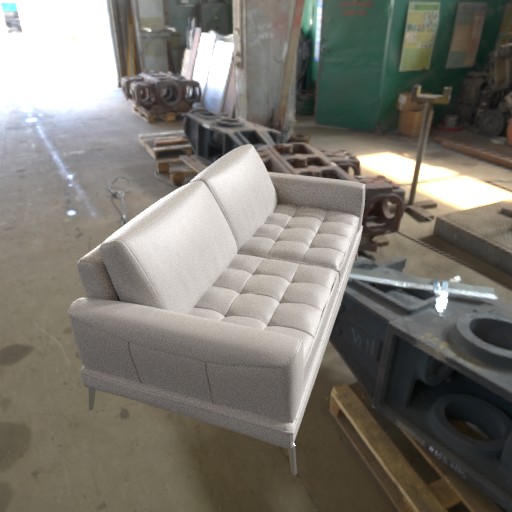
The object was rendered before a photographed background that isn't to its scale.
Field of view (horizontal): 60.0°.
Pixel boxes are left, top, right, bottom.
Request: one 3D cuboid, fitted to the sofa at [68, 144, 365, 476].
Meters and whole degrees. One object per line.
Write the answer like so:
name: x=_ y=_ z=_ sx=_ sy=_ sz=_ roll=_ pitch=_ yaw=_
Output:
sofa: x=0.000 y=0.000 z=2.764 sx=1.121 sy=0.930 sz=2.177 roll=10 pitch=31 yaw=17
